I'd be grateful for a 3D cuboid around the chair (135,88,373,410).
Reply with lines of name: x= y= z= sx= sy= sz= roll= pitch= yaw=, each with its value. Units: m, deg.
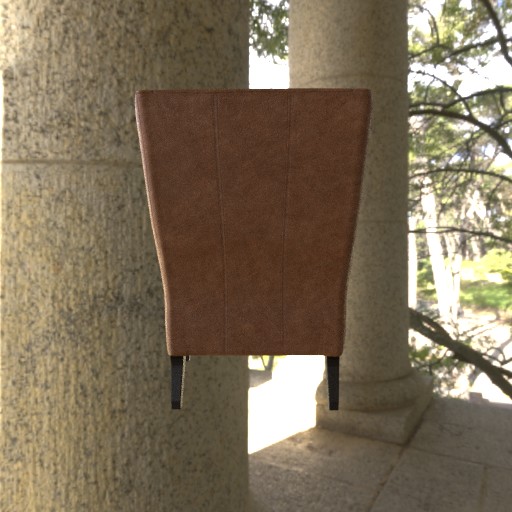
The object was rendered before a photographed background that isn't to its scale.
chair: x=0.000 y=0.000 z=1.714 sx=0.853 sy=1.016 sz=0.926 roll=0 pitch=1 yaw=1
